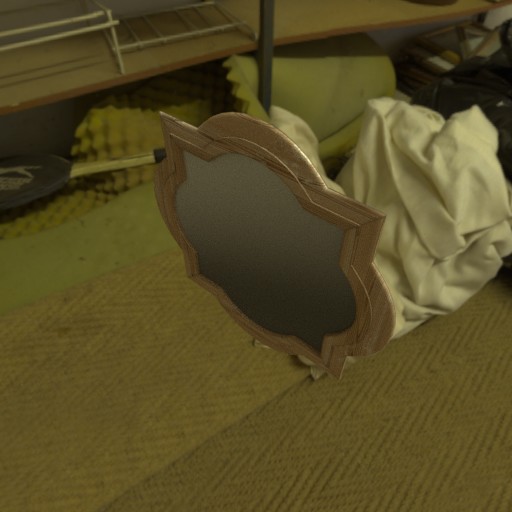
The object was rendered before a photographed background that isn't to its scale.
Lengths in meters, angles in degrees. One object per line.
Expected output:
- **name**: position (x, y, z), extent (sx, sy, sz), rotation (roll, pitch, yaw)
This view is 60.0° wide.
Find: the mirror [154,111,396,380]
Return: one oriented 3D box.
- **mirror**: position (0.000, 0.000, 1.043), extent (0.686, 0.686, 0.019), rotation (31, 53, 26)
